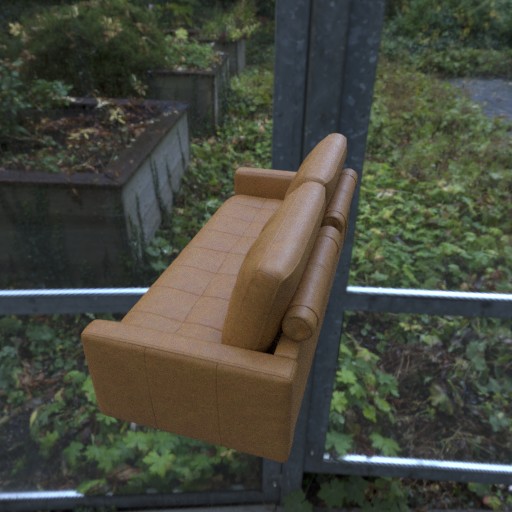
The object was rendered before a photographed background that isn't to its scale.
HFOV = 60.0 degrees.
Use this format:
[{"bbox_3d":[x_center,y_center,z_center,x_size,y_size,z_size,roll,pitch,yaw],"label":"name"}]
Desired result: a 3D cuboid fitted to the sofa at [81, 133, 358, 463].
[{"bbox_3d":[0.000,0.000,2.273,0.850,0.898,1.821,9,32,14],"label":"sofa"}]
